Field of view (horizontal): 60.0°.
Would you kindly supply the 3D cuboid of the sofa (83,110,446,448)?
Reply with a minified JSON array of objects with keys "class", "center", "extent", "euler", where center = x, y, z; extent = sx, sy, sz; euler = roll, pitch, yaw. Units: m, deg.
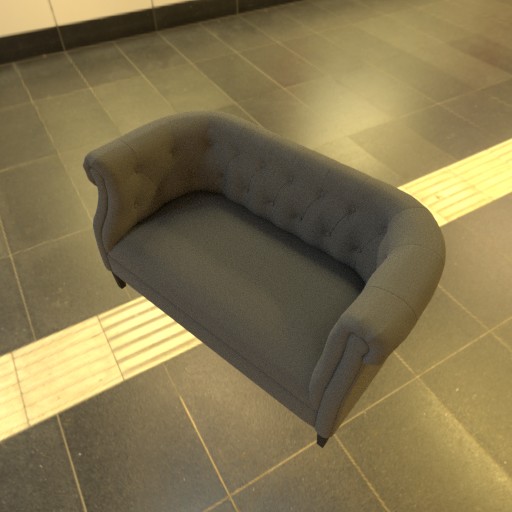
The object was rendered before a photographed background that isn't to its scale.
[{"class":"sofa","center":[0.000,0.000,2.076],"extent":[1.558,0.827,0.835],"euler":[32,55,26]}]
